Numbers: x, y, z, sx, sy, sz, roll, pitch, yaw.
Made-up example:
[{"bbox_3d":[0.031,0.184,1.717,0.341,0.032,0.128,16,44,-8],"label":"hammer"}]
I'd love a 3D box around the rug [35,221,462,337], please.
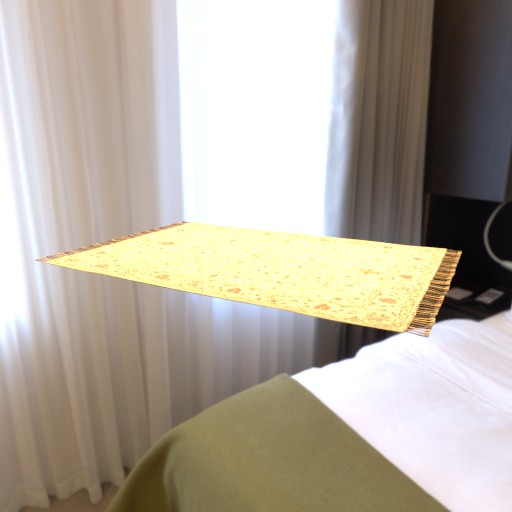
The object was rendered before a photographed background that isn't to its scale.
[{"bbox_3d":[0.000,0.000,2.286,1.861,0.017,1.218,8,17,27],"label":"rug"}]
